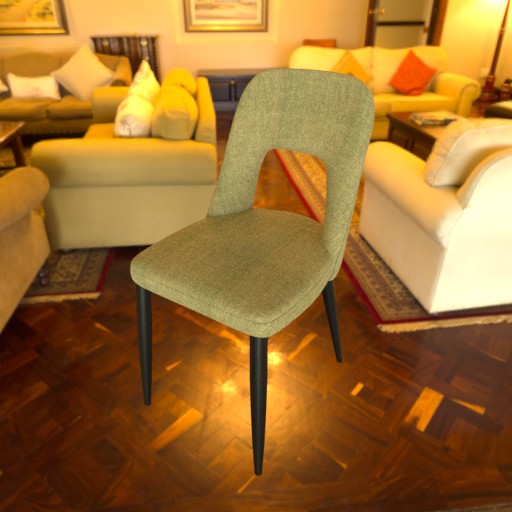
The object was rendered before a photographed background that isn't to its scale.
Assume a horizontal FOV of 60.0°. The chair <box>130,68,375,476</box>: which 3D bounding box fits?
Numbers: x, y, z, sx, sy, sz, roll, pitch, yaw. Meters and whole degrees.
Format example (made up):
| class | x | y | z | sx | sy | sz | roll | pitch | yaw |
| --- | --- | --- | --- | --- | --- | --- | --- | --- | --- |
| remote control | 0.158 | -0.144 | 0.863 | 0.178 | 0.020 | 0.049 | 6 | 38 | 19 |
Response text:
| class | x | y | z | sx | sy | sz | roll | pitch | yaw |
| --- | --- | --- | --- | --- | --- | --- | --- | --- | --- |
| chair | 0.000 | 0.000 | 1.263 | 0.470 | 0.931 | 0.612 | 19 | 35 | 29 |
